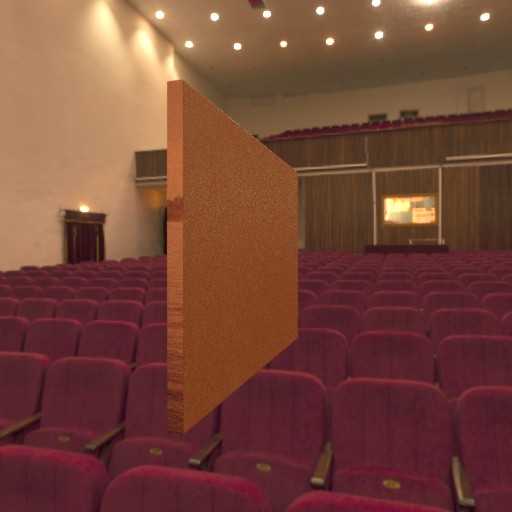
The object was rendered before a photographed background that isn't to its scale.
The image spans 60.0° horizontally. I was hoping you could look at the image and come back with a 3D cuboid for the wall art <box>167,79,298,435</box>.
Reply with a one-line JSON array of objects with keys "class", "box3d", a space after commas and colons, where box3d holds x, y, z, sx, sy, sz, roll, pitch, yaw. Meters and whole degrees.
[{"class": "wall art", "box3d": [0.000, 0.000, 0.805, 0.021, 0.410, 0.615, 0, 0, 18]}]
